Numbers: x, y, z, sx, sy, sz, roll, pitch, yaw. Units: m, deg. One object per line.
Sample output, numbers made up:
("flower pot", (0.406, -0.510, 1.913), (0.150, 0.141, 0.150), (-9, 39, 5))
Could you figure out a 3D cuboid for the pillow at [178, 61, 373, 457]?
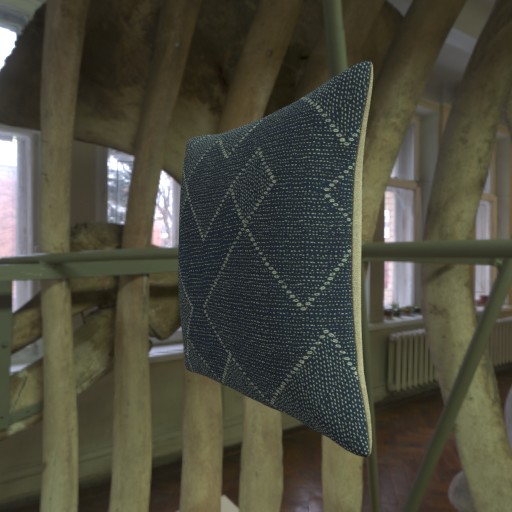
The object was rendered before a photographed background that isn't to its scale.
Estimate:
("pillow", (0.000, 0.000, 0.652), (0.148, 0.428, 0.435), (-1, 1, -35))
